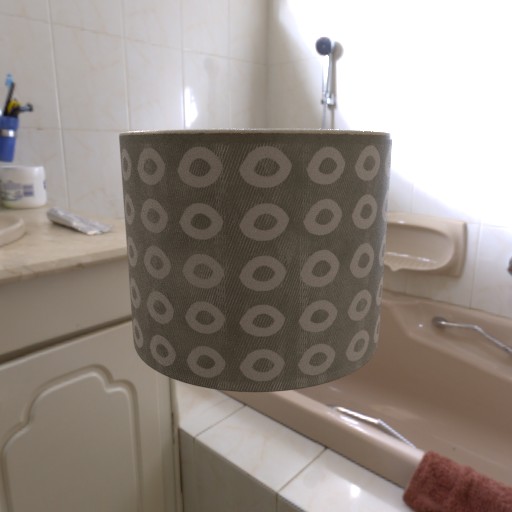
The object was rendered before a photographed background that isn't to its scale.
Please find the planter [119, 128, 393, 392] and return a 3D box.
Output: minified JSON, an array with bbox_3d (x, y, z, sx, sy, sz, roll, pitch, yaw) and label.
[{"bbox_3d":[0.000,0.000,0.342,0.190,0.181,0.190,0,14,0],"label":"planter"}]
